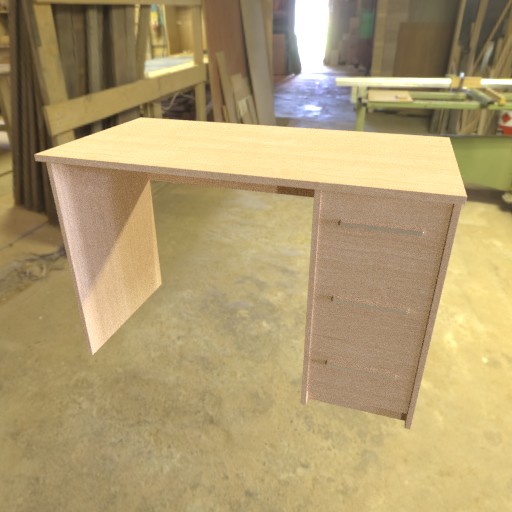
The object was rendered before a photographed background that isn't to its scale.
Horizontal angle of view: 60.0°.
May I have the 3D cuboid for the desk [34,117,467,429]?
[{"bbox_3d":[0.000,0.000,1.474,1.097,0.735,0.560,8,29,15],"label":"desk"}]
